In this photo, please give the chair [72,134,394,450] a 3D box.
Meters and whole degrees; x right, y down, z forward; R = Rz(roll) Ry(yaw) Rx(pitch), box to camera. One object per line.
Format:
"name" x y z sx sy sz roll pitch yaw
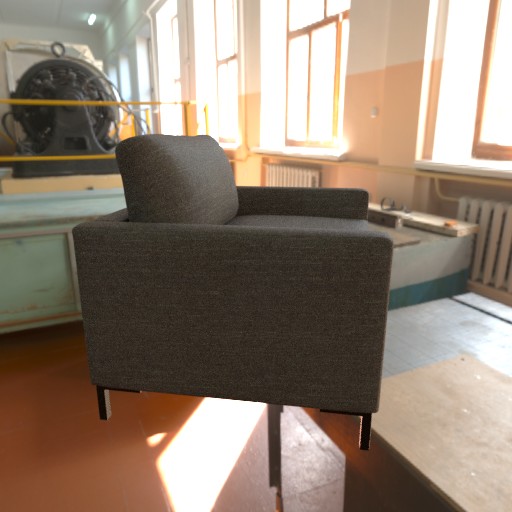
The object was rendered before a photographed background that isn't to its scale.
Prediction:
"chair" 0.000 0.000 1.577 0.845 0.841 0.940 3 16 9
